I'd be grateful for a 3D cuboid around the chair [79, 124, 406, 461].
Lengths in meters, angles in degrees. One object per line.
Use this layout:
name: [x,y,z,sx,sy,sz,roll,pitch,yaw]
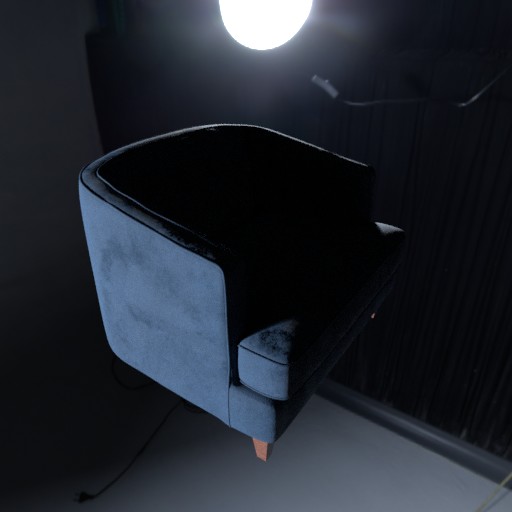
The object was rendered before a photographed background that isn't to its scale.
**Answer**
chair: [0.000,0.000,1.771,0.940,0.852,1.094,18,33,30]
